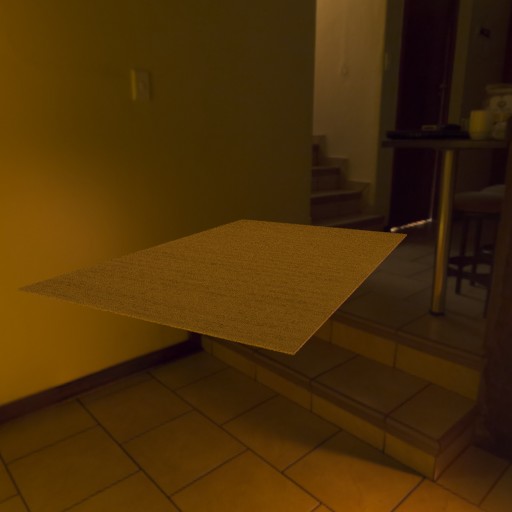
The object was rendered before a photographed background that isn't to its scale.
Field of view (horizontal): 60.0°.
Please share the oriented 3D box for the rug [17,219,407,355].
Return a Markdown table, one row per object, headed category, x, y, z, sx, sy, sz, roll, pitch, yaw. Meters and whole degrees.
| category | x | y | z | sx | sy | sz | roll | pitch | yaw |
| --- | --- | --- | --- | --- | --- | --- | --- | --- | --- |
| rug | 0.000 | 0.000 | 2.185 | 1.142 | 0.006 | 1.752 | 7 | 16 | 27 |
